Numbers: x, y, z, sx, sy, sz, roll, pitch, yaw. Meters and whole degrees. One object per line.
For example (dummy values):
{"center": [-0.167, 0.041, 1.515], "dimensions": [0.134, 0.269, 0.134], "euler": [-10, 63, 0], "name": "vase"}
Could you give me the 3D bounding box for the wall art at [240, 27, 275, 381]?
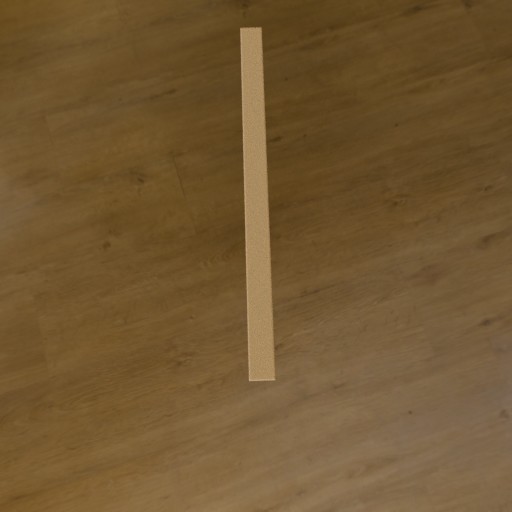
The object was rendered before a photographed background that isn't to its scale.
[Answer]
{"center": [0.000, 0.000, 1.162], "dimensions": [0.038, 0.914, 0.610], "euler": [-2, 75, 0], "name": "wall art"}
